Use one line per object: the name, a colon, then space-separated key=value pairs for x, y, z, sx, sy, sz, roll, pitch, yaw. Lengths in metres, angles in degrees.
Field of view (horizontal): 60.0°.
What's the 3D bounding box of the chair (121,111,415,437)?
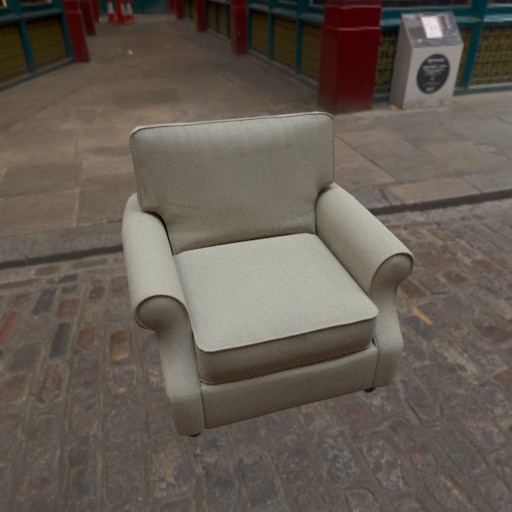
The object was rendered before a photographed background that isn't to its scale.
chair: x=0.000 y=0.000 z=1.814 sx=1.029 sy=0.967 sz=0.966 roll=-9 pitch=34 yaw=-14
